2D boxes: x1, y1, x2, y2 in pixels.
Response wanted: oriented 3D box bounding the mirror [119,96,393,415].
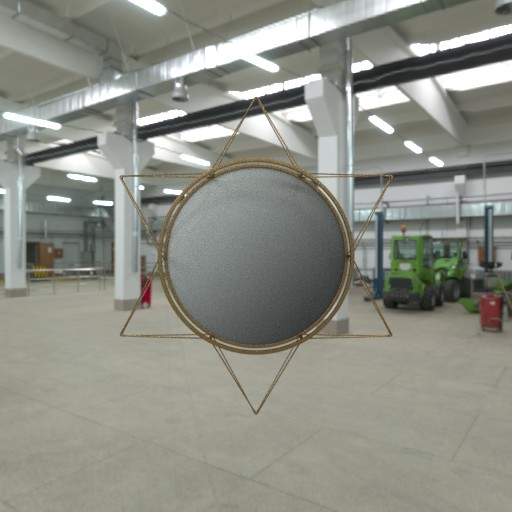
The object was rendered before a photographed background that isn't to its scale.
[{"bbox_3d":[0.000,0.000,0.809,0.498,0.581,0.062,0,0,0],"label":"mirror"}]
